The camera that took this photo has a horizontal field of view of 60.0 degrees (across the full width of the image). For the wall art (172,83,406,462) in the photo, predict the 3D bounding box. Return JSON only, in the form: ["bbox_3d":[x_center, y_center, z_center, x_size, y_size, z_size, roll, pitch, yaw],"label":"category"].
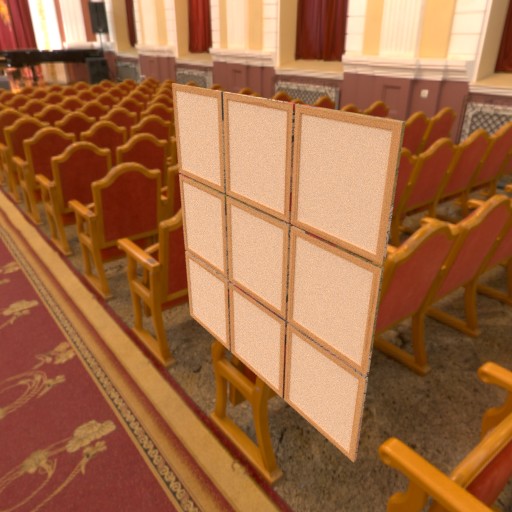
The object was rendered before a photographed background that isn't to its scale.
[{"bbox_3d":[0.000,0.000,1.793,0.013,1.218,1.206,-19,32,-33],"label":"wall art"}]
